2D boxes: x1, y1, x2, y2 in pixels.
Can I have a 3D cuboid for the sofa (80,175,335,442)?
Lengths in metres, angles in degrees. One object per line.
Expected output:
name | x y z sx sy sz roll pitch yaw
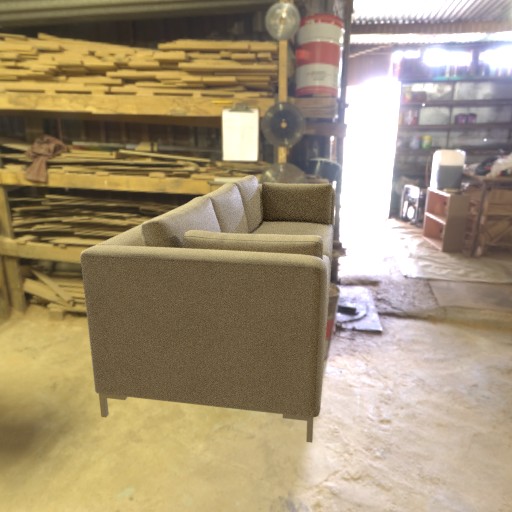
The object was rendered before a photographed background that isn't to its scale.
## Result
sofa | 0.000 0.000 2.880 0.969 0.867 2.415 3 16 10
